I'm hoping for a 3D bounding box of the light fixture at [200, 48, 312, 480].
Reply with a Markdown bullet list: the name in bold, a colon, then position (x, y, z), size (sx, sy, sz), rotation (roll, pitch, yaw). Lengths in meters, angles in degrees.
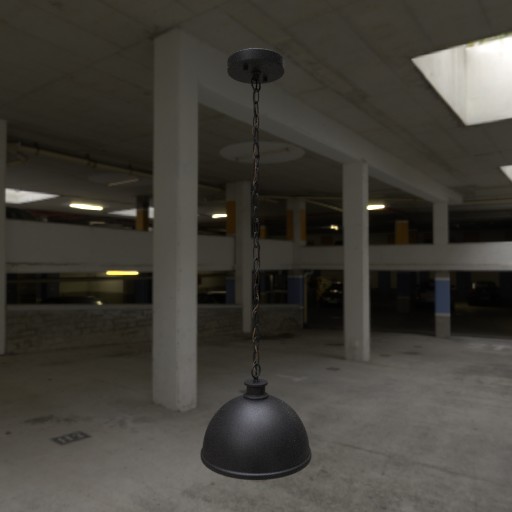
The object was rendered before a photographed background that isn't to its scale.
- **light fixture**: position (0.000, 0.000, 1.233), size (0.304, 1.090, 0.304), rotation (-1, -2, 36)
